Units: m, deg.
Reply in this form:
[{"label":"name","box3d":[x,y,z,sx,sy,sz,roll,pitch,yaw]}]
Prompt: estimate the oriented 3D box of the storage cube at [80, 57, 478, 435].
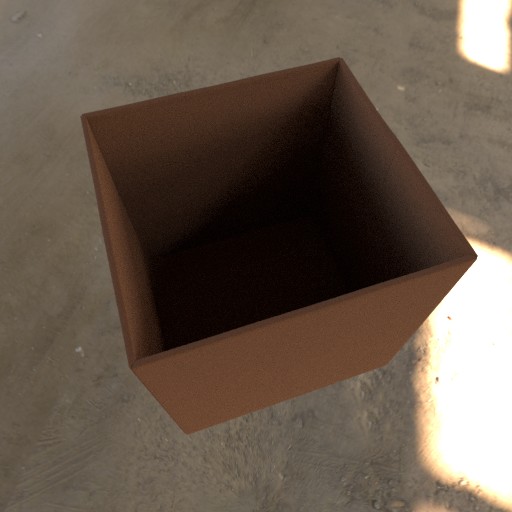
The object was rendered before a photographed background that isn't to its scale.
[{"label":"storage cube","box3d":[0.000,0.000,0.494,0.270,0.280,0.270,-16,61,-9]}]
